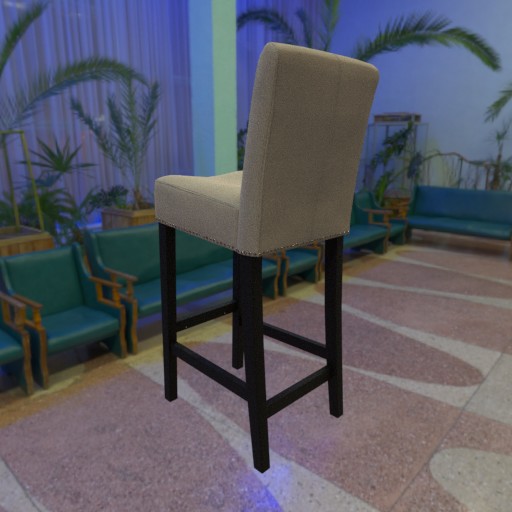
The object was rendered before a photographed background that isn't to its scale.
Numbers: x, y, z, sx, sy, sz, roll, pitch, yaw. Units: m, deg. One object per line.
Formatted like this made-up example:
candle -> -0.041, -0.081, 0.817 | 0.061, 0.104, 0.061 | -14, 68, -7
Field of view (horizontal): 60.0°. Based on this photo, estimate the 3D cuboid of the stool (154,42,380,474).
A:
stool -> 0.000, 0.000, 1.310 | 0.548, 1.047, 0.411 | 14, 20, 43
